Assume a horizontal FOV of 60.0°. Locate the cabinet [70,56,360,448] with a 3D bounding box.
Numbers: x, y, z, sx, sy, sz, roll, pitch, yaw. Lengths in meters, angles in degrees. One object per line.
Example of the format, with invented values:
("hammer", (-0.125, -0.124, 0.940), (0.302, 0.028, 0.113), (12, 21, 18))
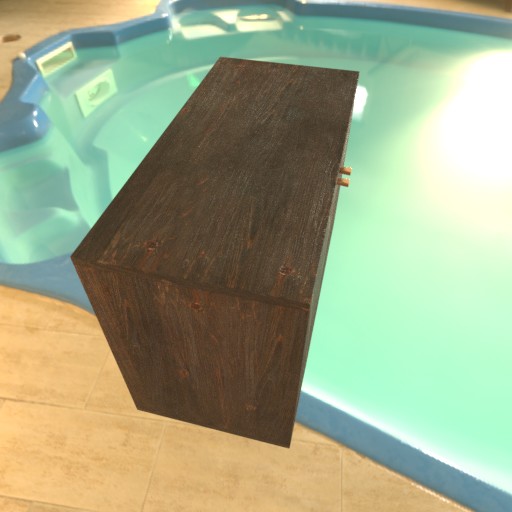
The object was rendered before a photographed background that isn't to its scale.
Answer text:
("cabinet", (0.000, 0.000, 1.525), (0.529, 0.897, 1.023), (10, 47, 10))
